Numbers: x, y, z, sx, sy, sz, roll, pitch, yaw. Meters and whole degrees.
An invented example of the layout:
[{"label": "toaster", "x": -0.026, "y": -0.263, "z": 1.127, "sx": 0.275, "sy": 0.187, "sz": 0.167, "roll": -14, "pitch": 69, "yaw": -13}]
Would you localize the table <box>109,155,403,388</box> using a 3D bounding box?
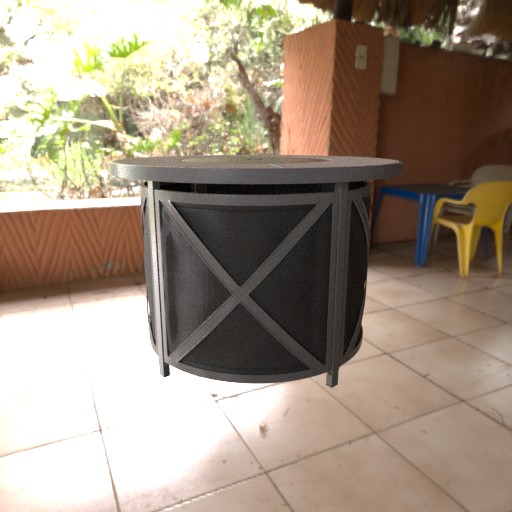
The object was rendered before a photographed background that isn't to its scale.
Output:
[{"label": "table", "x": 0.000, "y": 0.000, "z": 1.527, "sx": 0.914, "sy": 0.650, "sz": 0.914, "roll": 0, "pitch": 15, "yaw": 0}]
